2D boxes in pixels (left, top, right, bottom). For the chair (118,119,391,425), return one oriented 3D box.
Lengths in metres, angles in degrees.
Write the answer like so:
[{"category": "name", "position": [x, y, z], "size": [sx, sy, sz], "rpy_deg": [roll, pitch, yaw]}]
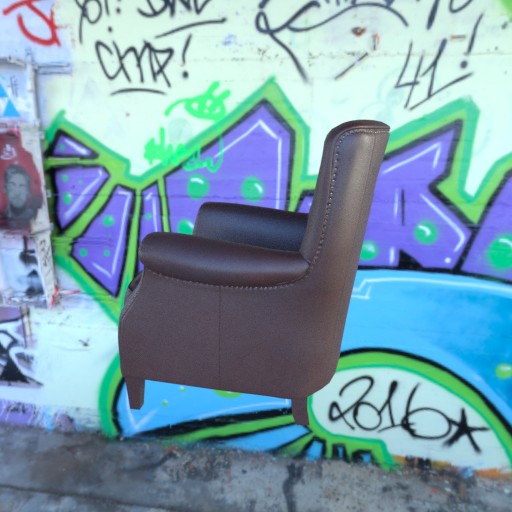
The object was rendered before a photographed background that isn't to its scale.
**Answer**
[{"category": "chair", "position": [0.000, 0.000, 1.380], "size": [0.746, 0.800, 0.700], "rpy_deg": [2, 15, 8]}]
